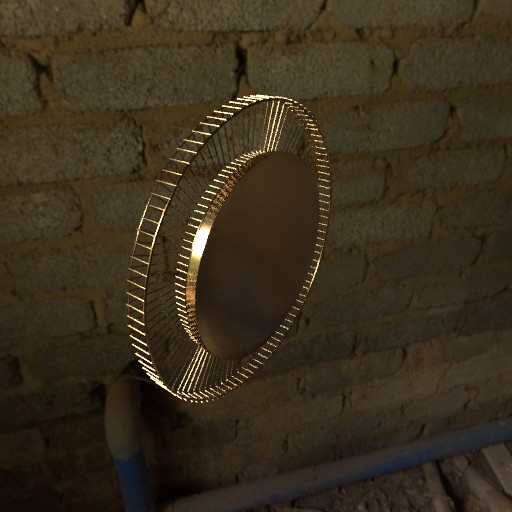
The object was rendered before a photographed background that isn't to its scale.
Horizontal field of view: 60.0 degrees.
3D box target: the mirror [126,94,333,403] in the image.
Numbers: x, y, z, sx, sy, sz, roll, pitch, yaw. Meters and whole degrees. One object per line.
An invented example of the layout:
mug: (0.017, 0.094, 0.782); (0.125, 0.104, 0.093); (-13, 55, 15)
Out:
mirror: (0.000, 0.000, 1.029); (0.067, 0.703, 0.703); (20, 35, 30)
